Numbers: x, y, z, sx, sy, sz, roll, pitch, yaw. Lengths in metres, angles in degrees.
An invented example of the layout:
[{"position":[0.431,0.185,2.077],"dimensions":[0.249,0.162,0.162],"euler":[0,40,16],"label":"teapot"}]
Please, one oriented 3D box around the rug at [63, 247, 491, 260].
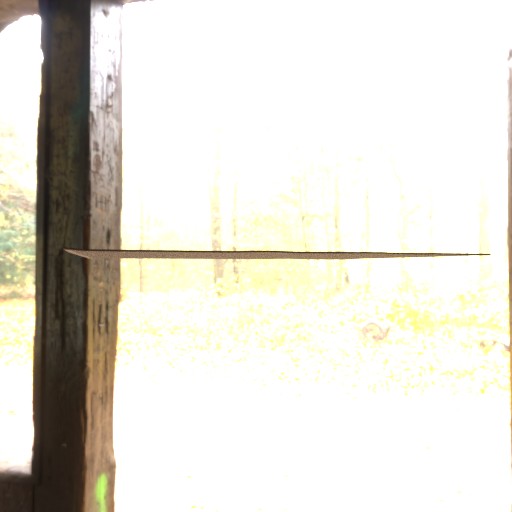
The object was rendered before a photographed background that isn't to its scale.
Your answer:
[{"position":[0.000,0.000,4.122],"dimensions":[3.057,0.021,2.431],"euler":[0,-1,-18],"label":"rug"}]
